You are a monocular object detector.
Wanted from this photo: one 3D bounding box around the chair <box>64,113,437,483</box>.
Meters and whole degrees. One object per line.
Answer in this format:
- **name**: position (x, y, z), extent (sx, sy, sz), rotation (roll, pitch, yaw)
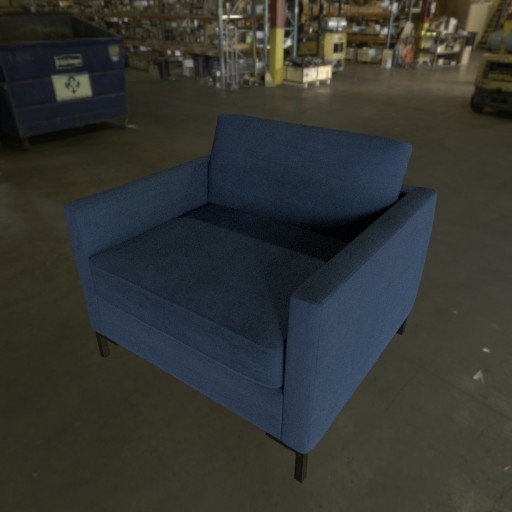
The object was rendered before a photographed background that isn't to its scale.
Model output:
- **chair**: position (0.000, 0.000, 1.564), extent (0.964, 0.812, 0.875), rotation (19, 35, 31)
